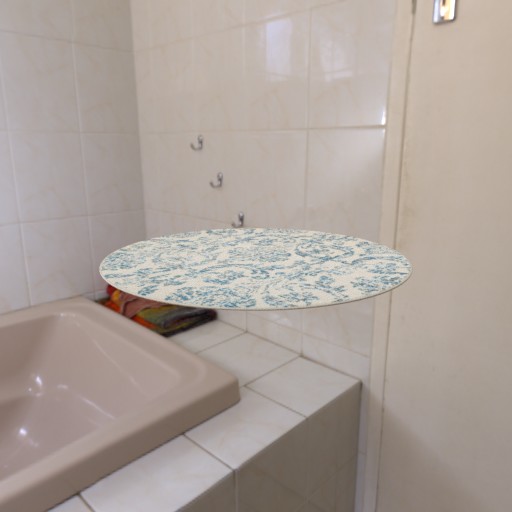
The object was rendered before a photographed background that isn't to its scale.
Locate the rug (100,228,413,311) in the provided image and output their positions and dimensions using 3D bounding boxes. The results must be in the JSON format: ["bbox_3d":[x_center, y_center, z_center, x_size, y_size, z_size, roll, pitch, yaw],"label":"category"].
[{"bbox_3d":[0.000,0.000,2.383,1.593,0.012,1.593,0,14,0],"label":"rug"}]
